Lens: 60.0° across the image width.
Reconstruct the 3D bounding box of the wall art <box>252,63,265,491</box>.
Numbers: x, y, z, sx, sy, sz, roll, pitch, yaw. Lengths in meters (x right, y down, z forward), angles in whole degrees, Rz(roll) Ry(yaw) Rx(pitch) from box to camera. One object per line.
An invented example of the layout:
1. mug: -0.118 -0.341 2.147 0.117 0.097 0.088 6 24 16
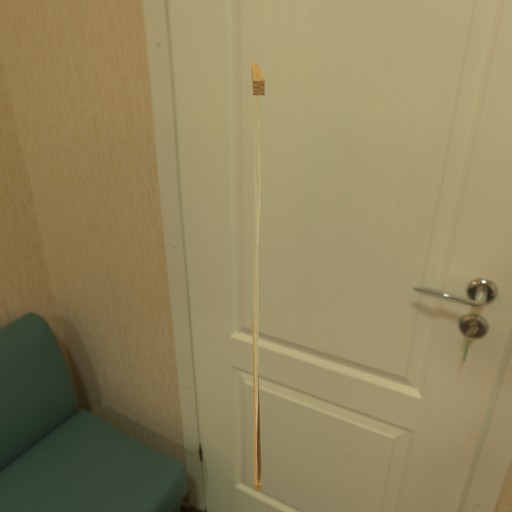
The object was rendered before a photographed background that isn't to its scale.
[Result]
1. wall art: 0.000 0.000 0.779 0.011 0.605 0.458 0 25 -1
